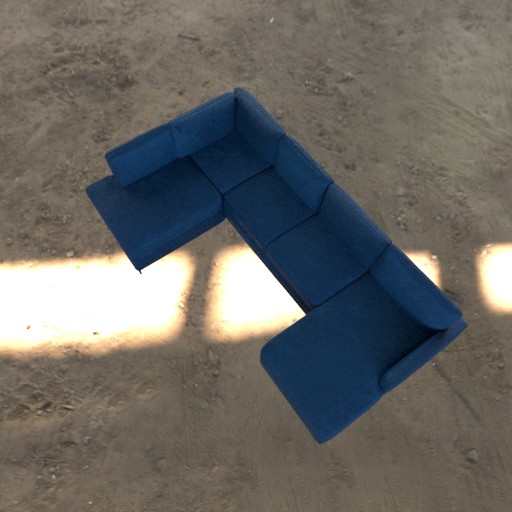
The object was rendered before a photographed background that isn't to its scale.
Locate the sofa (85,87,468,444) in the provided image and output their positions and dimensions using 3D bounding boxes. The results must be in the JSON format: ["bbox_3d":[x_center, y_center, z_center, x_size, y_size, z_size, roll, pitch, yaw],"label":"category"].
[{"bbox_3d":[0.000,0.000,4.346,2.055,0.992,3.434,-32,67,-15],"label":"sofa"}]
